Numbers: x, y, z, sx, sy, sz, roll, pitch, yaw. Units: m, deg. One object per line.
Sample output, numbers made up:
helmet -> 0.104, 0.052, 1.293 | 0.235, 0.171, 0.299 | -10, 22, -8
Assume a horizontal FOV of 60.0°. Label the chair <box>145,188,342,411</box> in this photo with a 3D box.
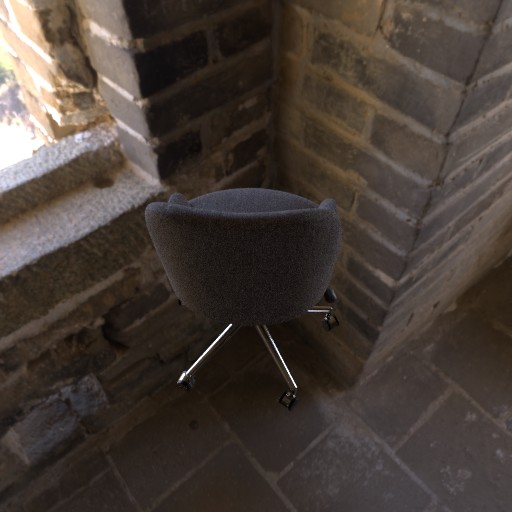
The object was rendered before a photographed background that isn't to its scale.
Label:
chair -> 0.000, 0.000, 1.452 | 0.671, 0.950, 0.712 | 2, 47, 2
